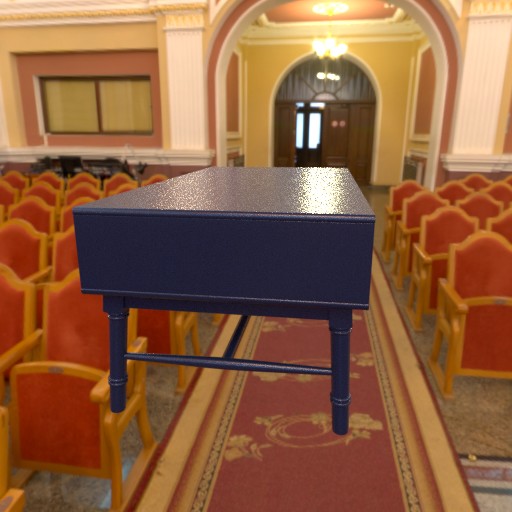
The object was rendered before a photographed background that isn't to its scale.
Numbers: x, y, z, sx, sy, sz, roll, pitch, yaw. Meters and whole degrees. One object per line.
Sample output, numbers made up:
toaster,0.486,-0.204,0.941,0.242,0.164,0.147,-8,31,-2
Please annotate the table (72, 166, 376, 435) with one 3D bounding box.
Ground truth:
table,0.000,0.000,1.354,0.572,0.457,1.067,2,16,8
